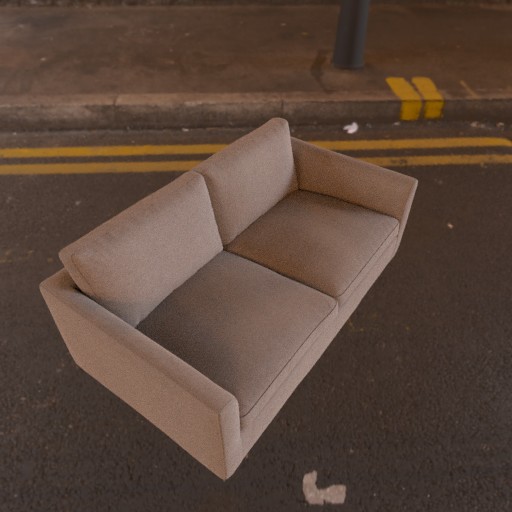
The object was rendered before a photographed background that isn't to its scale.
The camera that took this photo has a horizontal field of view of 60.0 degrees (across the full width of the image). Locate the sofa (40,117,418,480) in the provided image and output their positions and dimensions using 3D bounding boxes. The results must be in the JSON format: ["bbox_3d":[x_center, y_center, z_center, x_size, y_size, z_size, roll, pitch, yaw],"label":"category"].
[{"bbox_3d":[0.000,0.000,2.490,1.091,0.839,1.905,26,48,26],"label":"sofa"}]
